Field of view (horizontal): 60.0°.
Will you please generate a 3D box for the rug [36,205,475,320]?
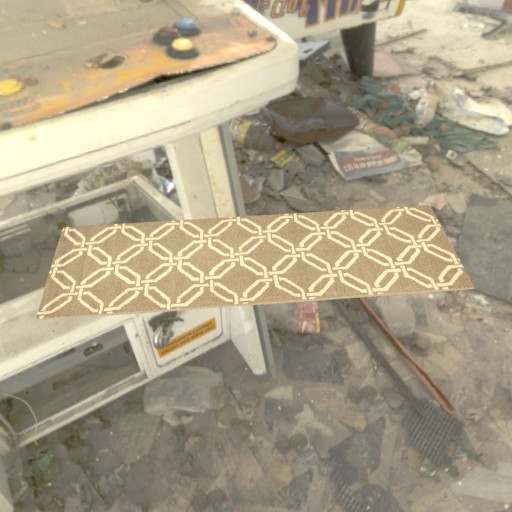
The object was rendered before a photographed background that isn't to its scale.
[{"bbox_3d":[0.000,0.000,2.513,2.276,0.014,0.678,-4,47,-4],"label":"rug"}]
